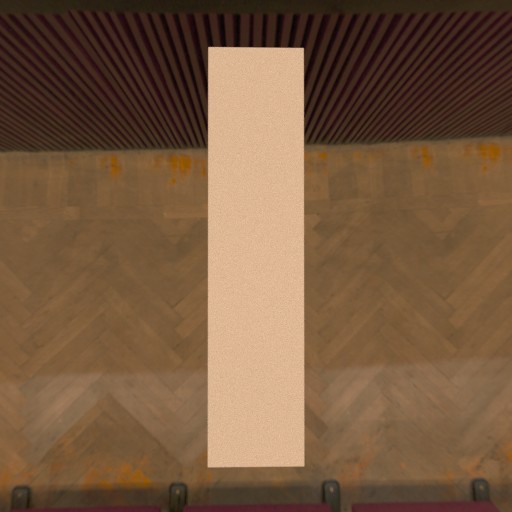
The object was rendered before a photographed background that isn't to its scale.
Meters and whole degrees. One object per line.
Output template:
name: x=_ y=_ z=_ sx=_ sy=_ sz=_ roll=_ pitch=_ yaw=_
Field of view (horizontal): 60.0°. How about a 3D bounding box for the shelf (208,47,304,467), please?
shelf: x=0.000 y=0.000 z=0.654 sx=0.140 sy=0.020 sz=0.610 roll=0 pitch=89 yaw=-1
